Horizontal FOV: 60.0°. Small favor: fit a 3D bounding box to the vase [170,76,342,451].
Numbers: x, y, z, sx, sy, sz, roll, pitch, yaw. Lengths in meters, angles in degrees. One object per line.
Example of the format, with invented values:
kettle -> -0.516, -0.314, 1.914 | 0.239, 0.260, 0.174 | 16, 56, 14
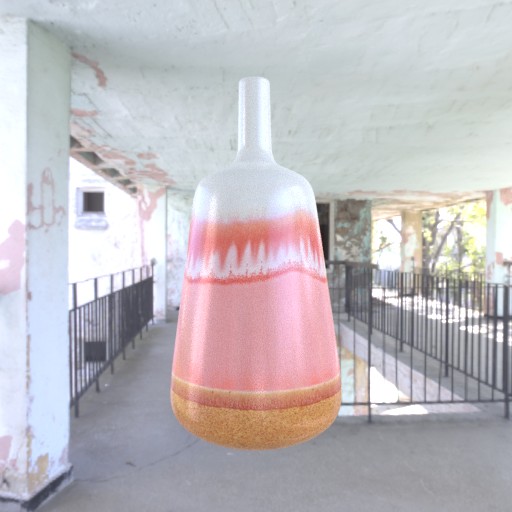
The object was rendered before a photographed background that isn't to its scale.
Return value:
vase -> 0.000, 0.000, 0.379 | 0.144, 0.296, 0.144 | 0, 1, 0
